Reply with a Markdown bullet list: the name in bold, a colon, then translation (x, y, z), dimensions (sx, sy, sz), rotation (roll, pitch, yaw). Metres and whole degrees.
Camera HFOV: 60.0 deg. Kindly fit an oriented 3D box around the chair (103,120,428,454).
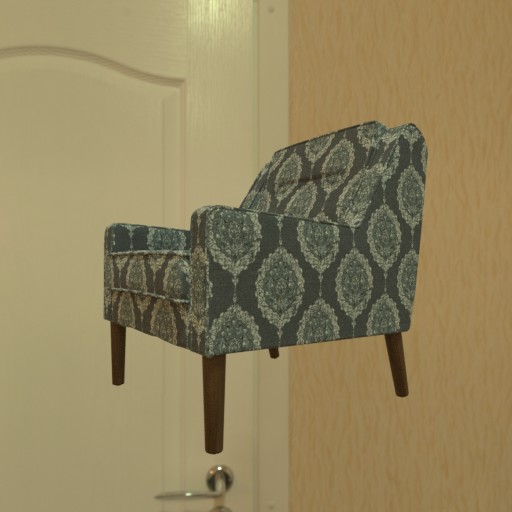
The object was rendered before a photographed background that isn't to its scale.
- **chair**: translation (0.000, 0.000, 1.310), dimensions (0.743, 0.792, 0.663), rotation (0, 0, -36)
